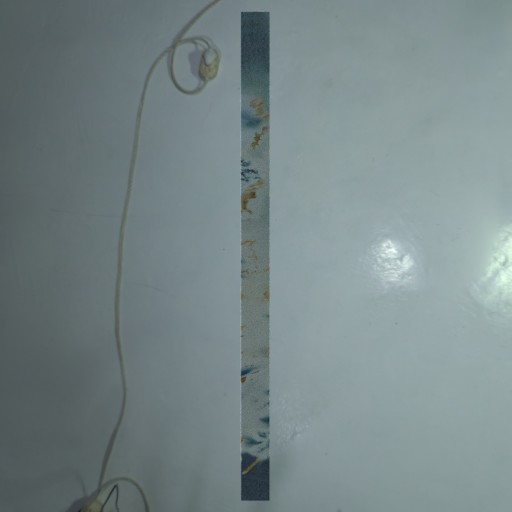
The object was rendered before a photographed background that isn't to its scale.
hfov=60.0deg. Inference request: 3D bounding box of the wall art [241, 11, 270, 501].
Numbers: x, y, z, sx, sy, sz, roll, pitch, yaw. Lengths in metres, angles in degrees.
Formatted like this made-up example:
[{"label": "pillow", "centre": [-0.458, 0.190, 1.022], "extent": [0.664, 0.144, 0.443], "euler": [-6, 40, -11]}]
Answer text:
[{"label": "wall art", "centre": [0.000, 0.000, 0.753], "extent": [0.036, 0.405, 0.607], "euler": [0, 90, 0]}]
